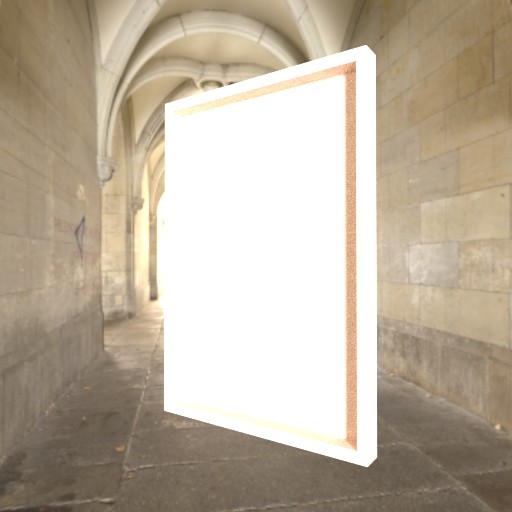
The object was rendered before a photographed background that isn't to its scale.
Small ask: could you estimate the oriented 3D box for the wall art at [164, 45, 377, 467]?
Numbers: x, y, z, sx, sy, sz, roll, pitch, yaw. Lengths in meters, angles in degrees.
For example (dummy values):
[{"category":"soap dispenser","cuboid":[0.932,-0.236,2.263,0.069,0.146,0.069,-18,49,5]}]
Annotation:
[{"category":"wall art","cuboid":[0.000,0.000,0.776,0.418,0.608,0.038,-1,-1,35]}]
